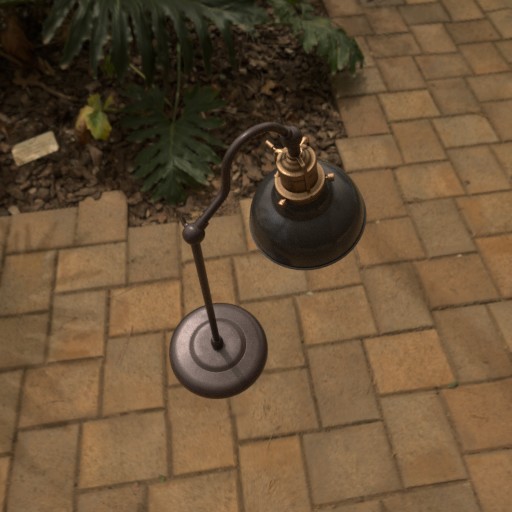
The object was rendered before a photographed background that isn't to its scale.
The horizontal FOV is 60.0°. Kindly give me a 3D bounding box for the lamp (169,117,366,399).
[{"bbox_3d":[0.000,0.000,0.679,0.374,0.508,0.192,-33,63,-19],"label":"lamp"}]
